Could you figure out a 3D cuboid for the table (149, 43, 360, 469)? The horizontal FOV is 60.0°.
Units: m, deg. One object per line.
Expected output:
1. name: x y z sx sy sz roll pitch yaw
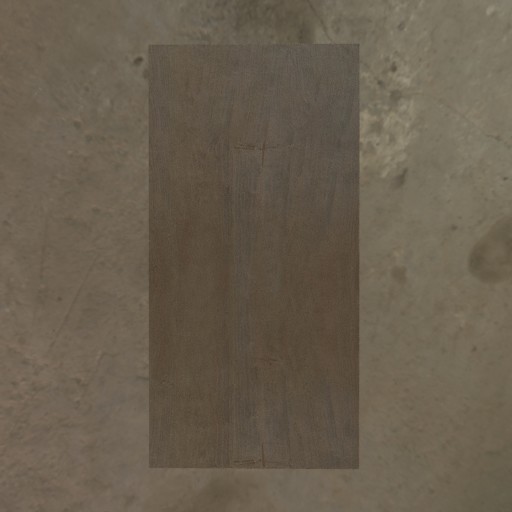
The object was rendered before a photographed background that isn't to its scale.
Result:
1. table: 0.000 0.000 1.623 0.556 0.914 1.119 0 90 1
